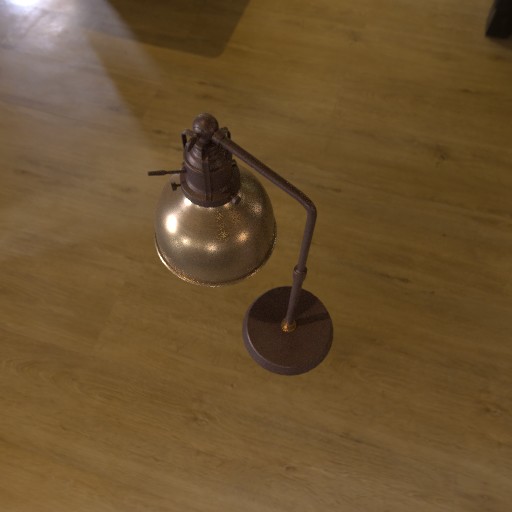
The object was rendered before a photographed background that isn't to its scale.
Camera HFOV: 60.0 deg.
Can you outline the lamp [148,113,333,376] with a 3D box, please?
[{"bbox_3d":[0.000,0.000,0.609,0.298,0.469,0.175,30,67,14],"label":"lamp"}]
